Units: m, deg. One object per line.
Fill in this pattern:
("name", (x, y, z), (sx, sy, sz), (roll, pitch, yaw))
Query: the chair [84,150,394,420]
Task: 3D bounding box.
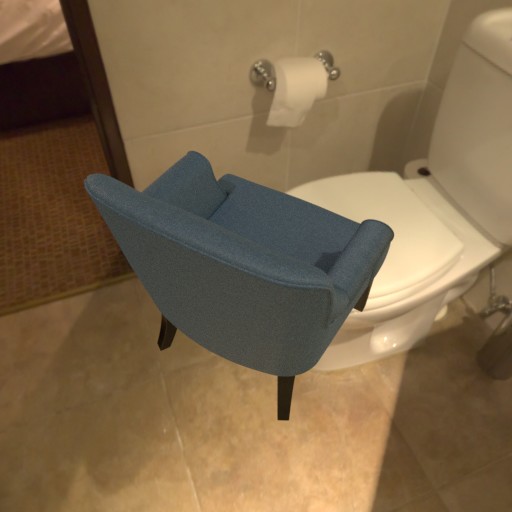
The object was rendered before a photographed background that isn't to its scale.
("chair", (0.000, 0.000, 1.482), (0.770, 0.878, 0.754), (24, 52, 20))
